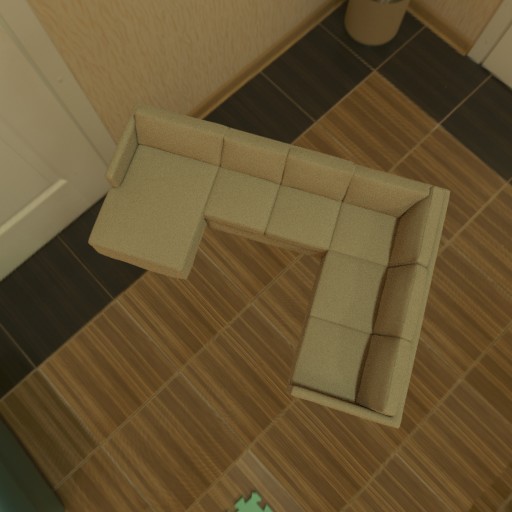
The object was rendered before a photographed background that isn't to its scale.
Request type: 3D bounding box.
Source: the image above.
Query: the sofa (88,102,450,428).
[{"bbox_3d":[0.000,0.000,4.637,3.528,0.878,2.476,17,76,4],"label":"sofa"}]
